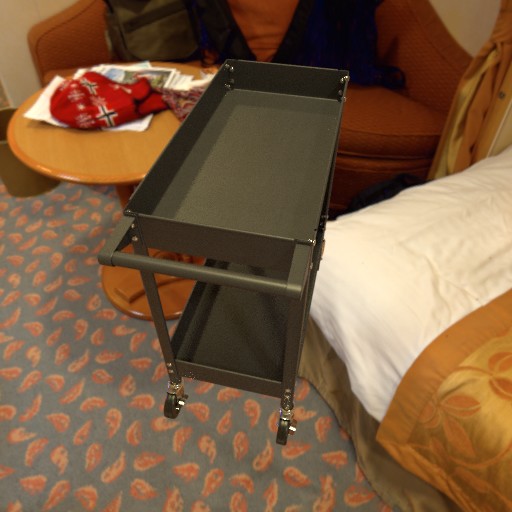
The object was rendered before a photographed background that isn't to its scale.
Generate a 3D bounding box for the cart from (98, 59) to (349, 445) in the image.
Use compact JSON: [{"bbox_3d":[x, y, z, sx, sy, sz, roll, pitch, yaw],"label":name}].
[{"bbox_3d":[0.000,0.000,1.195,0.366,0.719,0.779,10,47,9],"label":"cart"}]
